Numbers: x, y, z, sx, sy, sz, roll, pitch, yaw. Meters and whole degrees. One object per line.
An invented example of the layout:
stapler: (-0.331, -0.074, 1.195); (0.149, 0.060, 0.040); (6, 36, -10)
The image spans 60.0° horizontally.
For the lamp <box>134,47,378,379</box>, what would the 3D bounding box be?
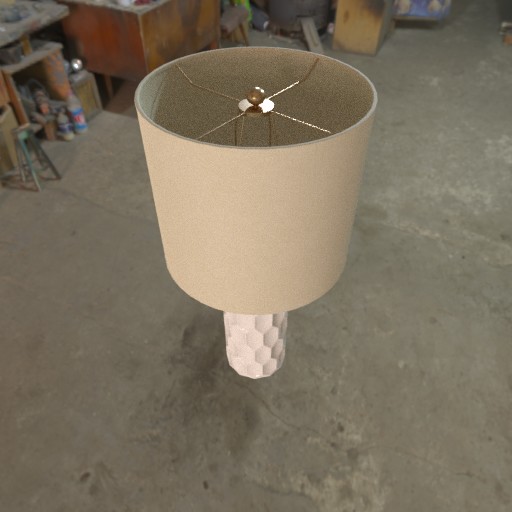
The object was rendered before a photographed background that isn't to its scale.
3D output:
lamp: (0.000, 0.000, 0.698); (0.277, 0.537, 0.277); (-9, 44, -9)
